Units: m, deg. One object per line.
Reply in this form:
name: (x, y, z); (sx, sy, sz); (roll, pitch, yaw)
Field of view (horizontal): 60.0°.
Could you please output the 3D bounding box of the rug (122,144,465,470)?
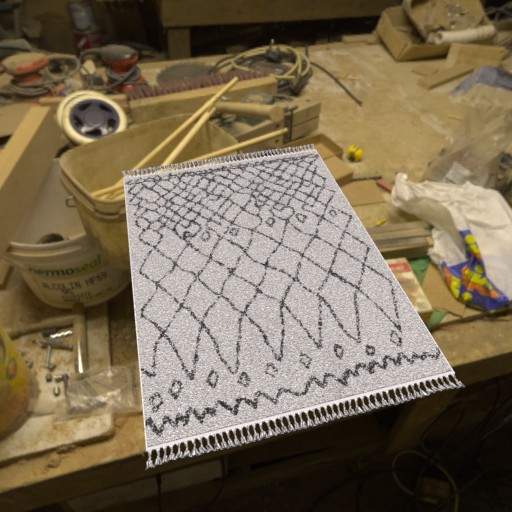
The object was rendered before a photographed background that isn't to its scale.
rug: (0.000, 0.000, 2.894); (1.613, 0.017, 2.312); (-11, 48, -10)
